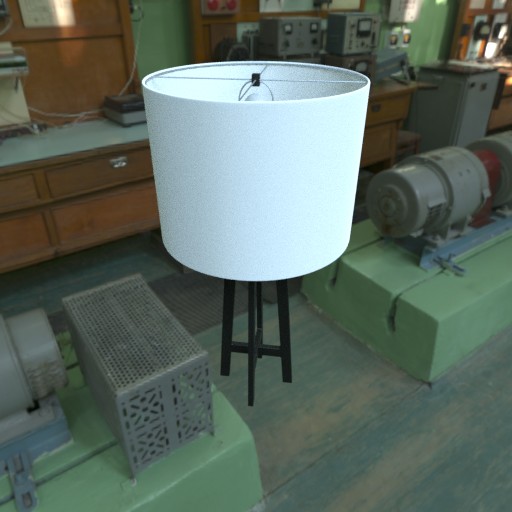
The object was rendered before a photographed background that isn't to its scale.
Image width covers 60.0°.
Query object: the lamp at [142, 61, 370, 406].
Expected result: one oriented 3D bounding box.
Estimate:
[{"bbox_3d":[0.000,0.000,0.636,0.257,0.489,0.257,-21,37,-31],"label":"lamp"}]
